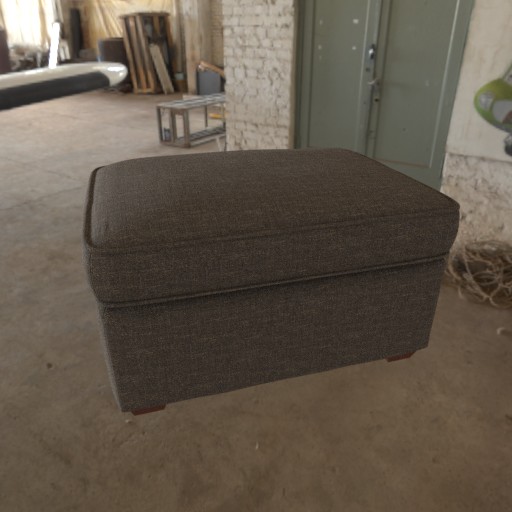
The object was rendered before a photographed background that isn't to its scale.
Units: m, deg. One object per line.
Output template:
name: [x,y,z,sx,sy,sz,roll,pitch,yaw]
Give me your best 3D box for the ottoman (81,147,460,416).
ottoman: [0.000,0.000,1.097,0.749,0.450,0.549,-8,28,-15]
